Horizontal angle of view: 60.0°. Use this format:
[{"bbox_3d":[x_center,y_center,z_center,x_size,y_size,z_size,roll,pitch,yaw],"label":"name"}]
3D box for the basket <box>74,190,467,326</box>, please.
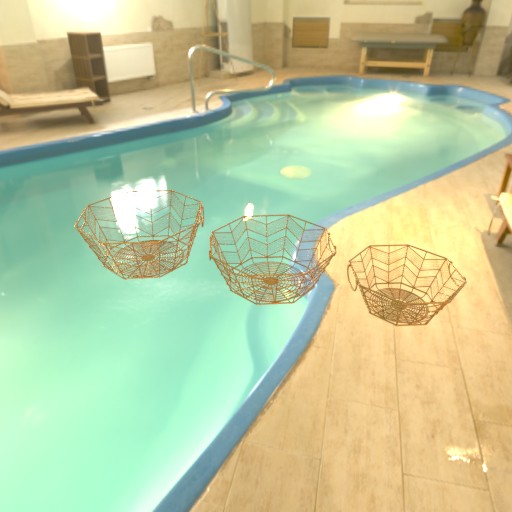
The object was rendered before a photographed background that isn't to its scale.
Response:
[{"bbox_3d":[0.000,0.000,1.428,1.245,0.178,0.432,10,33,16],"label":"basket"}]
